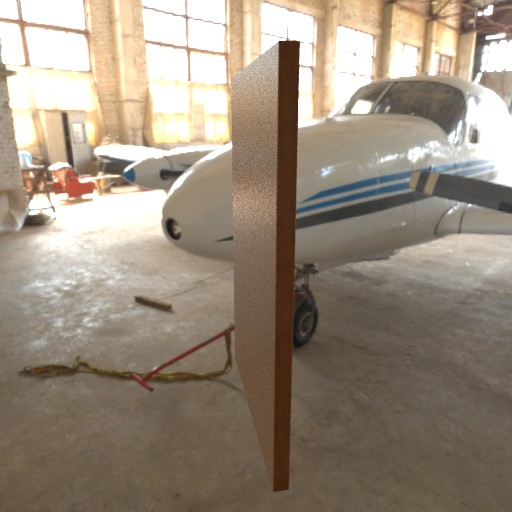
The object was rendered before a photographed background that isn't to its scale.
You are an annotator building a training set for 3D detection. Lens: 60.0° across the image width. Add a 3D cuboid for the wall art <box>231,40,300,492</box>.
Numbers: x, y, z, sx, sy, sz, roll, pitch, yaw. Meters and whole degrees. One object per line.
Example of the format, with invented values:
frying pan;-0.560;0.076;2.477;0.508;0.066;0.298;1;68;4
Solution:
wall art;0.000;0.000;1.146;0.037;0.914;0.610;-3;16;-10
